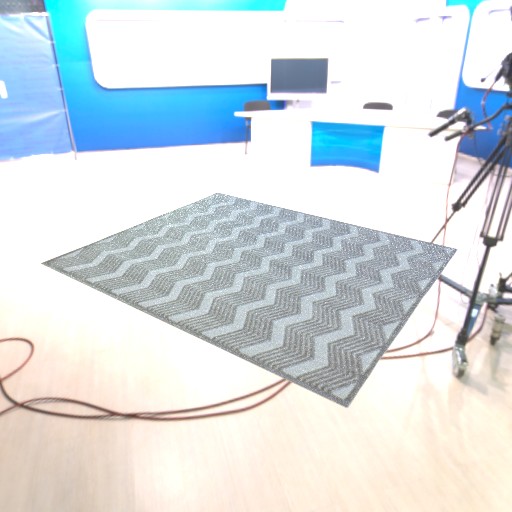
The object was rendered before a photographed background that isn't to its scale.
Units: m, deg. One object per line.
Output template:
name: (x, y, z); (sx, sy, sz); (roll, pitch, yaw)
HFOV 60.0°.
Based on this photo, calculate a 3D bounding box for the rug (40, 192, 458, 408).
rug: (0.000, 0.000, 3.956); (2.880, 0.005, 2.391); (17, 31, 31)
